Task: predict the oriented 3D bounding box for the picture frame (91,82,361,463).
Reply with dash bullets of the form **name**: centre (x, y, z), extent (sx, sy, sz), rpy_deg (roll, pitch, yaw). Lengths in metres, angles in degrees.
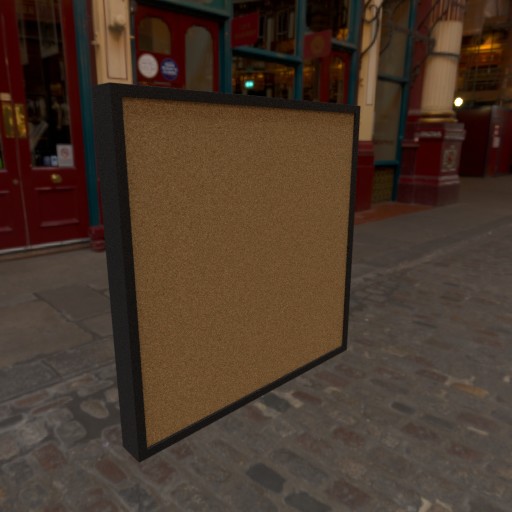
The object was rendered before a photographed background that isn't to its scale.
- **picture frame**: centre (0.000, 0.000, 0.471), extent (0.317, 0.317, 0.030), rpy_deg (-14, 20, -42)
